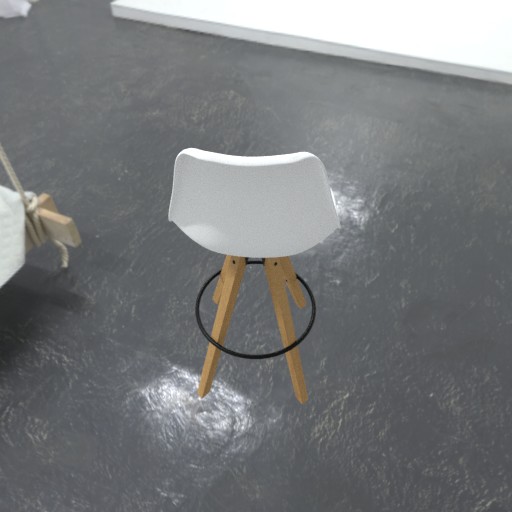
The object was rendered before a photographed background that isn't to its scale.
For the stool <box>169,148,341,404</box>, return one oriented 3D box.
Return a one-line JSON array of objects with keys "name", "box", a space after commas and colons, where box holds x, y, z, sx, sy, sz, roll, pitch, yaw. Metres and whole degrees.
[{"name": "stool", "box": [0.000, 0.000, 1.421, 0.482, 1.115, 0.549, 3, 47, 2]}]
